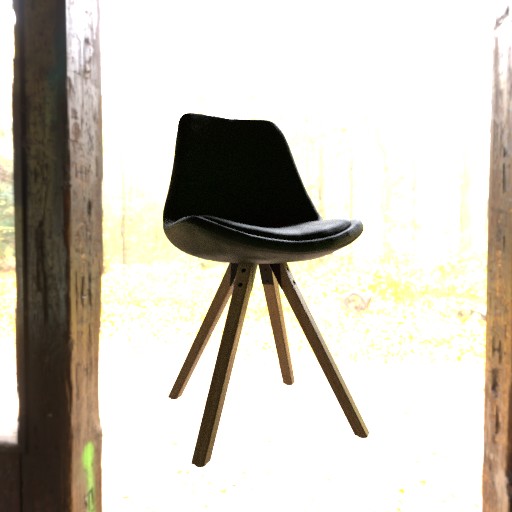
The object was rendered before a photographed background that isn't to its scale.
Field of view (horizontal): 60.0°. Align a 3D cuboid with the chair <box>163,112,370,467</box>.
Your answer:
[{"bbox_3d":[0.000,0.000,1.188,0.483,0.865,0.547,-1,2,-20],"label":"chair"}]
